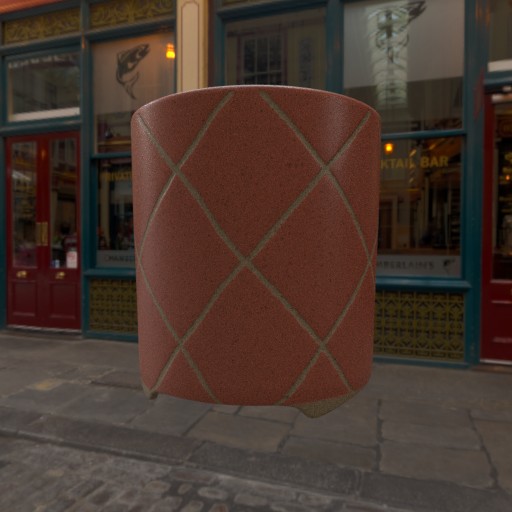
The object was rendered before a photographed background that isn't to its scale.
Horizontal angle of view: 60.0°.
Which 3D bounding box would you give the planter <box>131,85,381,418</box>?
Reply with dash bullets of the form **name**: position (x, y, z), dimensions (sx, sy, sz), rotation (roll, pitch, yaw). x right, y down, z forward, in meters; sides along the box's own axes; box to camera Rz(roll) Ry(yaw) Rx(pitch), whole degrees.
- **planter**: position (0.000, 0.000, 0.351), dimensions (0.191, 0.200, 0.191), rotation (0, 0, 0)
